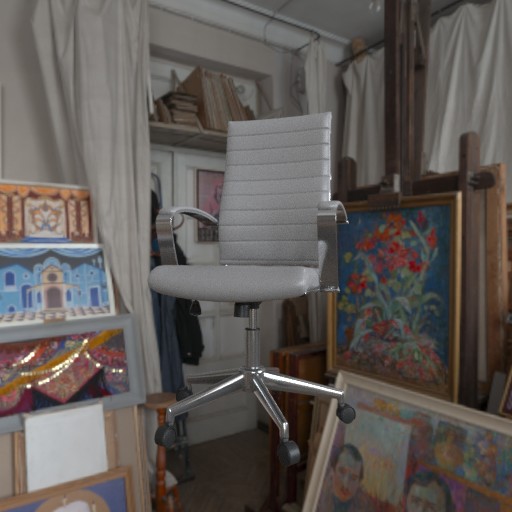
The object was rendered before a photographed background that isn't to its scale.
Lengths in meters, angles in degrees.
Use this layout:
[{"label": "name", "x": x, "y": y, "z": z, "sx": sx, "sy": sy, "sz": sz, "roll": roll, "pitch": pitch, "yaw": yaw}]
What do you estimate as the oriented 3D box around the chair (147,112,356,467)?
[{"label": "chair", "x": 0.000, "y": 0.000, "z": 1.563, "sx": 0.679, "sy": 1.149, "sz": 0.667, "roll": 0, "pitch": 0, "yaw": 18}]
